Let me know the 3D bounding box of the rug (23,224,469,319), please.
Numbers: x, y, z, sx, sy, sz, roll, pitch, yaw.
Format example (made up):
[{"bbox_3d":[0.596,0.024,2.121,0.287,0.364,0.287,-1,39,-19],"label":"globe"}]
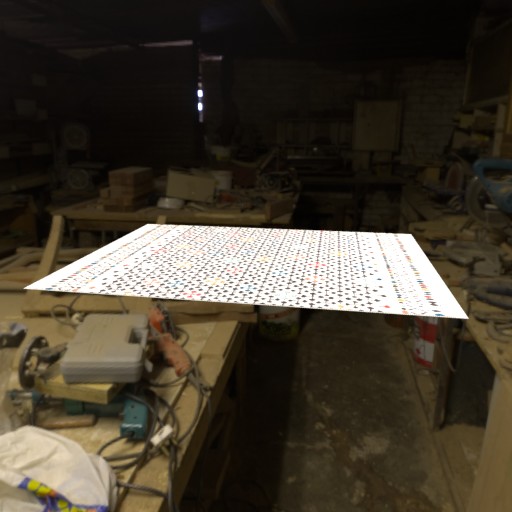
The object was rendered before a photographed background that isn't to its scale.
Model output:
[{"bbox_3d":[0.000,0.000,4.233,3.196,0.007,2.354,3,17,10],"label":"rug"}]
